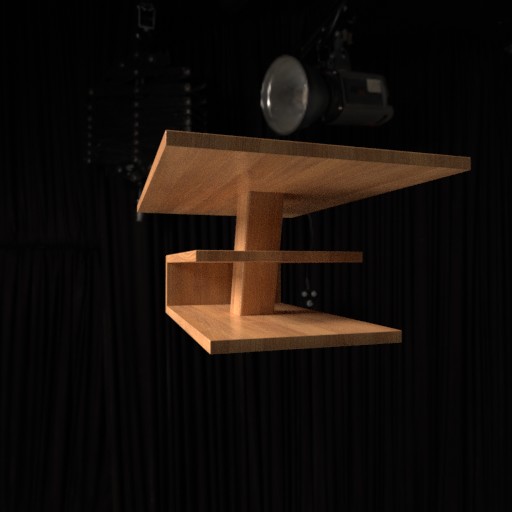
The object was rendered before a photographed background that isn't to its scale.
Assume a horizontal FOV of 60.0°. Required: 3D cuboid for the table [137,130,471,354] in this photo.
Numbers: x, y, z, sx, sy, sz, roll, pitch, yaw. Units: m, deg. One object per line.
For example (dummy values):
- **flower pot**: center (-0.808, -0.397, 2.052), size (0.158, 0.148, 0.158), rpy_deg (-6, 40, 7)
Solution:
- **table**: center (0.000, 0.000, 1.445), size (0.700, 0.442, 1.100), rpy_deg (0, -1, -18)
